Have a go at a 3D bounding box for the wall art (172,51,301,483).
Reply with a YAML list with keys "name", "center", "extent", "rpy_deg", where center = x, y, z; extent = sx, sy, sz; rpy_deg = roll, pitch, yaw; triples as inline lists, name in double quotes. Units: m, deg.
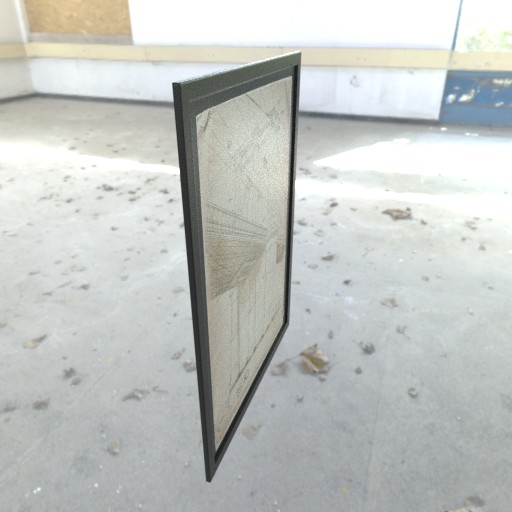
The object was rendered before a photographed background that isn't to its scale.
- name: "wall art"
  center: [0.000, 0.000, 1.203]
  extent: [0.013, 0.967, 0.707]
  rpy_deg: [10, 30, 18]
